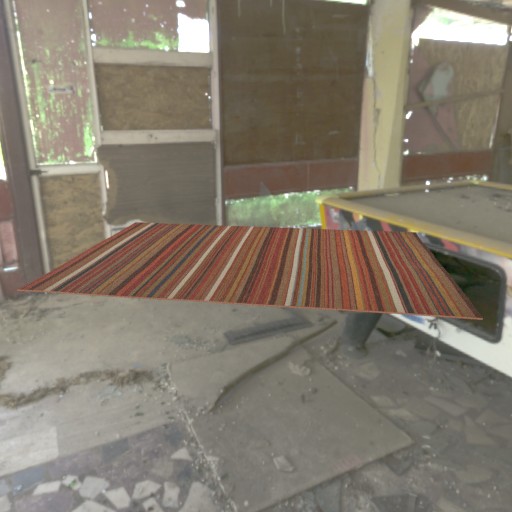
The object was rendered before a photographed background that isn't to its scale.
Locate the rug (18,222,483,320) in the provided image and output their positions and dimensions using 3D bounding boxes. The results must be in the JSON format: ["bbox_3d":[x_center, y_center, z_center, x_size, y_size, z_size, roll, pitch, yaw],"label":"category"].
[{"bbox_3d":[0.000,0.000,2.288,1.828,0.007,1.217,3,18,8],"label":"rug"}]
